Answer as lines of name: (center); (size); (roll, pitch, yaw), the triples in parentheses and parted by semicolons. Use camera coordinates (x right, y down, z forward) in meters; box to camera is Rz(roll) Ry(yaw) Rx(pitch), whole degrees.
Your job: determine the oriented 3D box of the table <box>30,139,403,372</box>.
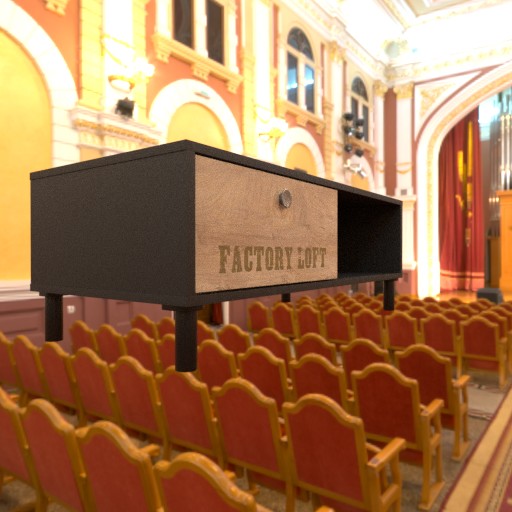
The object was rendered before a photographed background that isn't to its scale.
table: (0.000, 0.000, 1.341); (0.550, 0.400, 1.100); (0, 1, 37)
